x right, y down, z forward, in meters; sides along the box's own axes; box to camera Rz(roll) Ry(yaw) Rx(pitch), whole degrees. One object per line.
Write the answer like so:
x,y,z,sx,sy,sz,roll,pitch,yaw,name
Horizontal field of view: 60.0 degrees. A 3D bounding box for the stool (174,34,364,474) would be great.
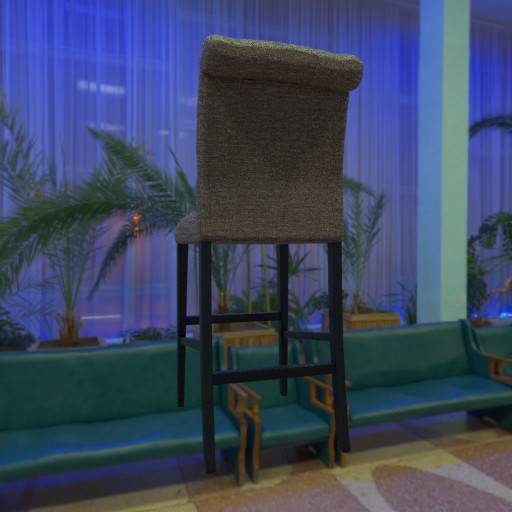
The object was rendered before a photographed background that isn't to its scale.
0.000,0.000,1.432,0.452,1.131,0.613,0,1,-18,stool
